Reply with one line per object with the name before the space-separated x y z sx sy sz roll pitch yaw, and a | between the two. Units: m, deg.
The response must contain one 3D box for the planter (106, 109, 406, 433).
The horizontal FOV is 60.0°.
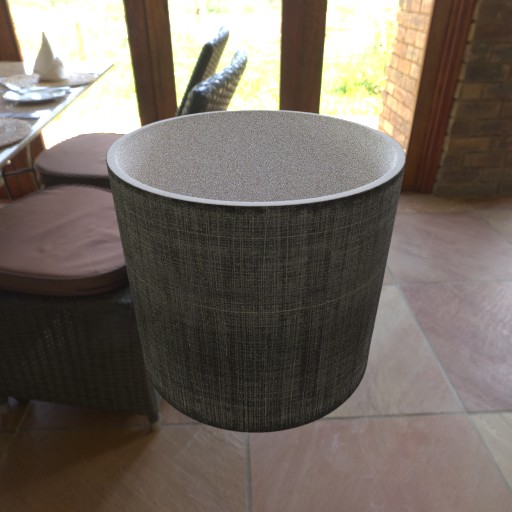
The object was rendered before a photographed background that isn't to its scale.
planter | 0.000 0.000 0.392 0.221 0.201 0.221 0 32 0
